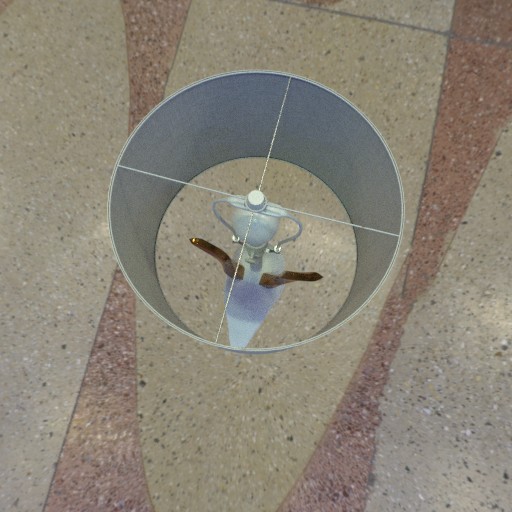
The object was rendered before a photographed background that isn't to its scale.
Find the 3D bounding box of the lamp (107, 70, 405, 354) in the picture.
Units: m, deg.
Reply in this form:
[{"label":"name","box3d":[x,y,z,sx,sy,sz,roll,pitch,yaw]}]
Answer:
[{"label":"lamp","box3d":[0.000,0.000,0.685,0.298,0.503,0.298,15,77,3]}]
